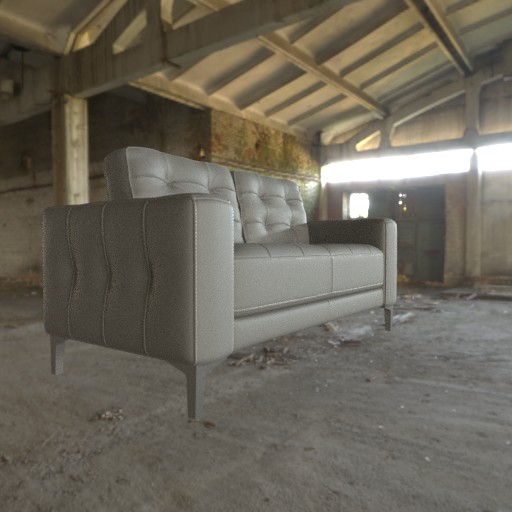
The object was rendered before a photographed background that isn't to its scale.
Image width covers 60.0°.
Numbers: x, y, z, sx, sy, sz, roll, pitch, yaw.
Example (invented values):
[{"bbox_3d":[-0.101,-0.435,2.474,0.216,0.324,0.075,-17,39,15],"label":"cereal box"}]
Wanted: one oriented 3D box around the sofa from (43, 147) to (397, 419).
[{"bbox_3d":[0.000,0.000,2.147,0.833,0.893,1.726,1,2,36],"label":"sofa"}]
